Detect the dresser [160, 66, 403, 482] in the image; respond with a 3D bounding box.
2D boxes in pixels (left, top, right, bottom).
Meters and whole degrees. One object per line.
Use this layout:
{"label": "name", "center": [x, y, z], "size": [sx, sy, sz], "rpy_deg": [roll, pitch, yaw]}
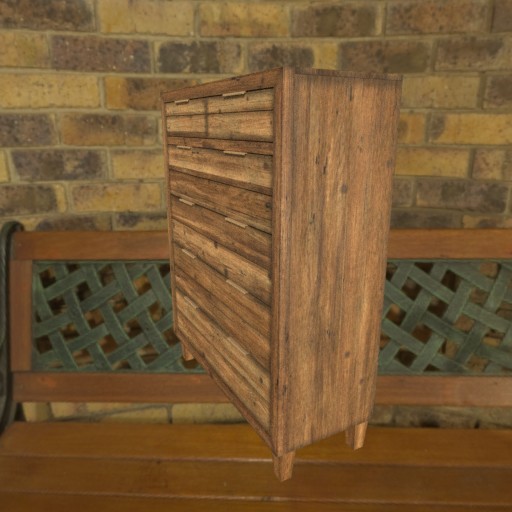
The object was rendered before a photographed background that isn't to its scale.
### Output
{"label": "dresser", "center": [0.000, 0.000, 1.886], "size": [0.438, 1.359, 1.067], "rpy_deg": [-9, 18, -27]}
